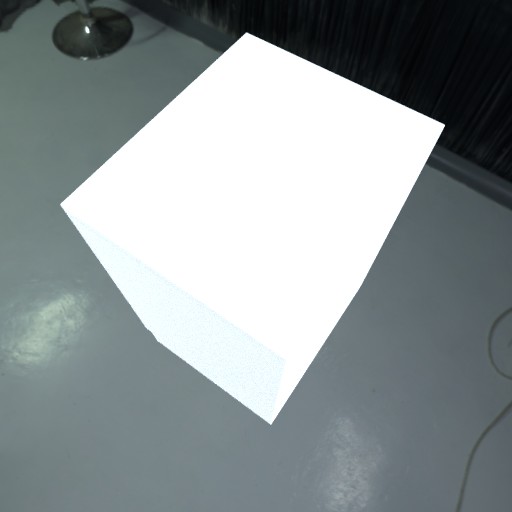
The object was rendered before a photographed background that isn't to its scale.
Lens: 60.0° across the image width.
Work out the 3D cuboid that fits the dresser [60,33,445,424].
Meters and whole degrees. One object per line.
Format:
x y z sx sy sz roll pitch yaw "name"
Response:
0.000 0.000 0.836 0.360 0.560 0.400 32 67 15 "dresser"
